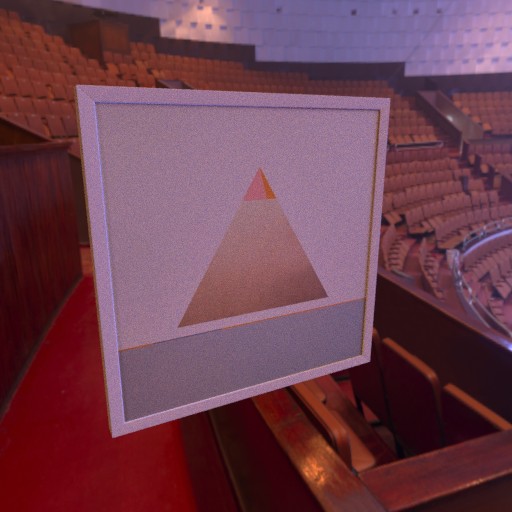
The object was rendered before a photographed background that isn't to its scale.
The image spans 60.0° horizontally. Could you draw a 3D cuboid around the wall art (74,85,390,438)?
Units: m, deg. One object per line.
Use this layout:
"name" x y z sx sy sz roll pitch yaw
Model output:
"wall art" 0.000 0.000 1.107 0.768 0.765 0.041 -8 18 -26
